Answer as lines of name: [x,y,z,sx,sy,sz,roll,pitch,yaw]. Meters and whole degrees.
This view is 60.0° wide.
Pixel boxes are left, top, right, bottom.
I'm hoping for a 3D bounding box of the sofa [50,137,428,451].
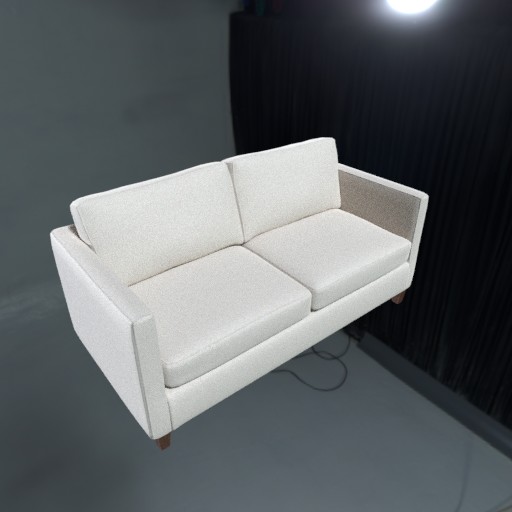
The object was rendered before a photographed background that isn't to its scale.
sofa: [0.000,0.000,2.277,1.722,0.888,0.873,-22,37,-33]
